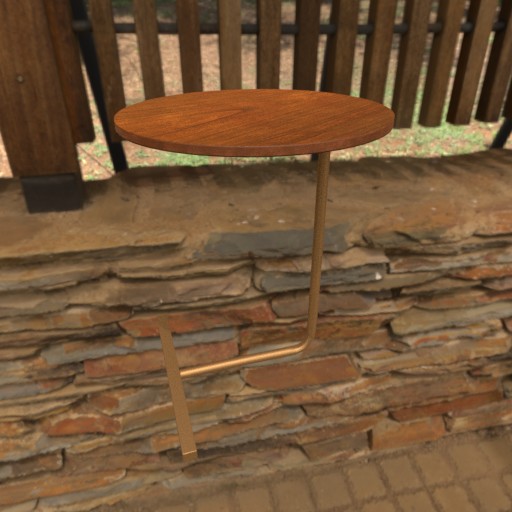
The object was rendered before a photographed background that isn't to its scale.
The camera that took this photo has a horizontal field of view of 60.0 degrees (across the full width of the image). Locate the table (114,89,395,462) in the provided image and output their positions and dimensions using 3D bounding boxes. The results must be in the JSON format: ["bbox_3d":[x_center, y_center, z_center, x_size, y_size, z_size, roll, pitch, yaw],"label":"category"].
[{"bbox_3d":[0.000,0.000,1.109,0.577,0.706,0.530,-9,31,-15],"label":"table"}]
